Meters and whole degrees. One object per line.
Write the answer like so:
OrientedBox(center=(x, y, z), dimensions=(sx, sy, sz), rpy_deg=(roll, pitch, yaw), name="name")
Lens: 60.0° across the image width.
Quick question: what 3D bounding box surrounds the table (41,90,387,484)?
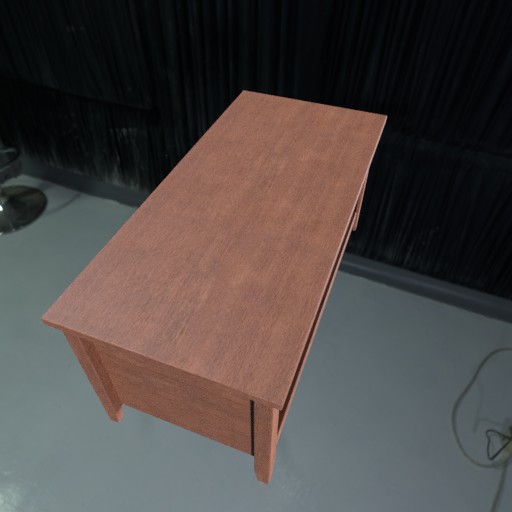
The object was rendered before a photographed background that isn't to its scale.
OrientedBox(center=(0.000, 0.000, 1.272), dimensions=(0.483, 0.457, 1.016), rpy_deg=(15, 48, 15), name="table")
